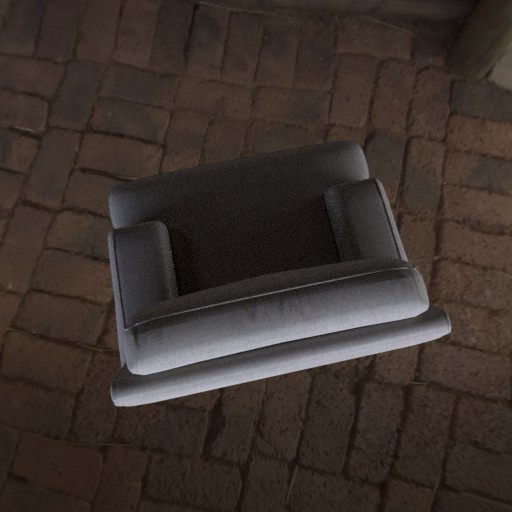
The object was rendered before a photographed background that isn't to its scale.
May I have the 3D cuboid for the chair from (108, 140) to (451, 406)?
[{"bbox_3d":[0.000,0.000,1.984,1.270,0.974,1.043,-12,75,-3],"label":"chair"}]
